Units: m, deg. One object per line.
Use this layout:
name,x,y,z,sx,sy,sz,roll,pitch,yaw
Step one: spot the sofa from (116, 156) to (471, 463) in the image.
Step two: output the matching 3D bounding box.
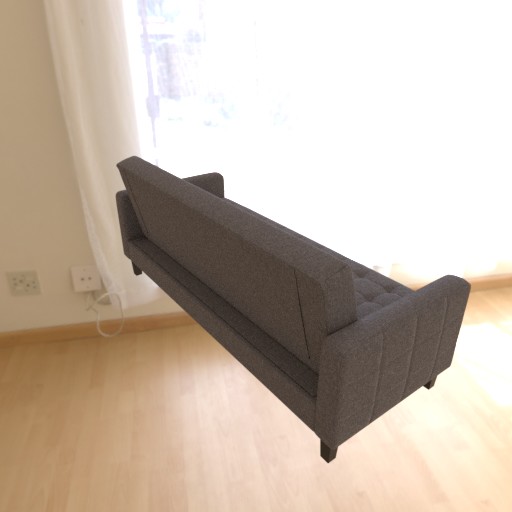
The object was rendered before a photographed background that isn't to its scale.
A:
sofa,0.000,0.000,2.451,0.810,0.850,2.040,-19,33,-32
